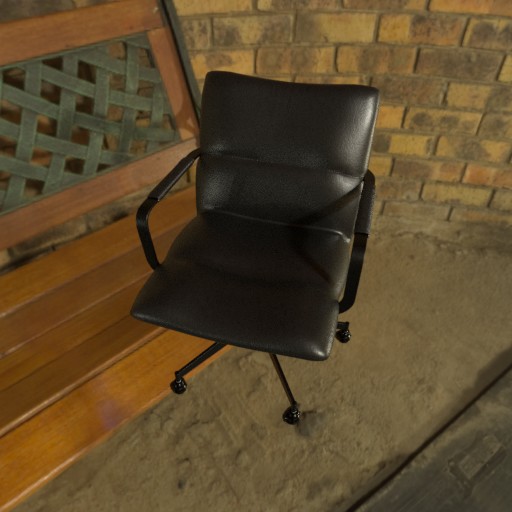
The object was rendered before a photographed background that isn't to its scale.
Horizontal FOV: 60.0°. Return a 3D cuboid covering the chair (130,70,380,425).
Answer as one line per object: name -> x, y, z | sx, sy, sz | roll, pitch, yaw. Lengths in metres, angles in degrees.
chair -> 0.000, 0.000, 1.456 | 0.719, 0.922, 0.748 | 11, 43, 12
